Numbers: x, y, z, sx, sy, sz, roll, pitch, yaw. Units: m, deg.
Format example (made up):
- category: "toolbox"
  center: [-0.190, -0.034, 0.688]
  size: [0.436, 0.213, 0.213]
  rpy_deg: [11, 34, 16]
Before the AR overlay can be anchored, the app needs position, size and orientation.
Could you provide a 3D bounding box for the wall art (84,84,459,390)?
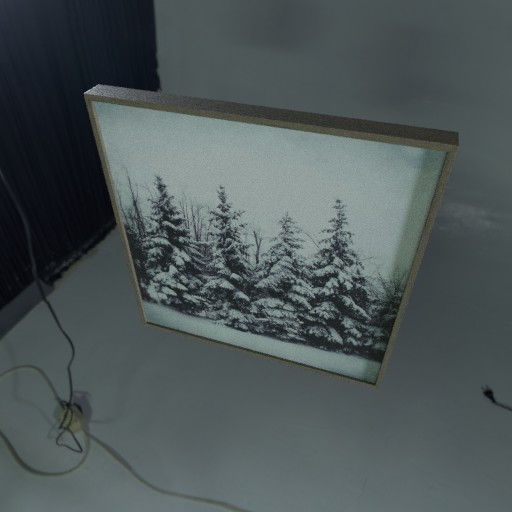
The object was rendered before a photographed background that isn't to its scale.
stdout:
- category: "wall art"
  center: [0.000, 0.000, 0.753]
  size: [0.507, 0.507, 0.037]
  rpy_deg: [12, 42, 14]
